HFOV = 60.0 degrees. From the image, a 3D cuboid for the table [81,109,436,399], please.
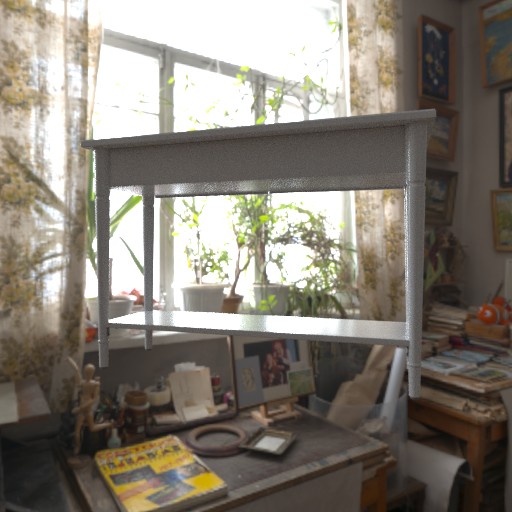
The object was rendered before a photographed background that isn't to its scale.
[{"bbox_3d":[0.000,0.000,1.456,1.067,0.749,0.381,0,1,18],"label":"table"}]
